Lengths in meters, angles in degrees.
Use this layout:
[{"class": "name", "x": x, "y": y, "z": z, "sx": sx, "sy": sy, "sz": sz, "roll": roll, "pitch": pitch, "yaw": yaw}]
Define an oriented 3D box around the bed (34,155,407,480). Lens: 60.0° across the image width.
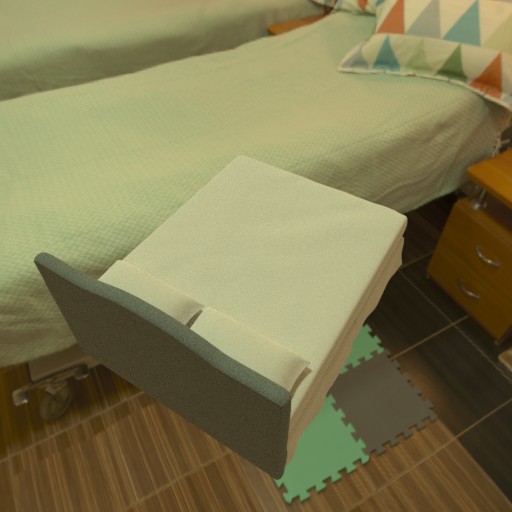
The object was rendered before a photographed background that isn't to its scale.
[{"class": "bed", "x": 0.000, "y": 0.000, "z": 3.983, "sx": 2.161, "sy": 1.457, "sz": 2.689, "roll": 25, "pitch": 52, "yaw": 21}]
